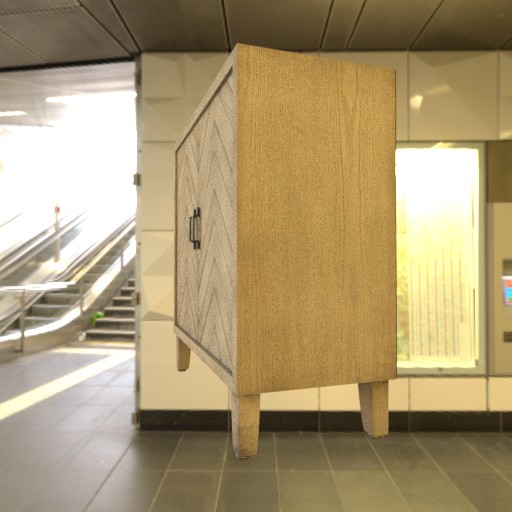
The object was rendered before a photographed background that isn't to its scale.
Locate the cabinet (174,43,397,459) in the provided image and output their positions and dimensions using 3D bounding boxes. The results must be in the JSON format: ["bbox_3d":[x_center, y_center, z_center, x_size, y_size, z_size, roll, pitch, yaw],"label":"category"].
[{"bbox_3d":[0.000,0.000,1.250,0.370,0.787,0.781,0,-1,-19],"label":"cabinet"}]
